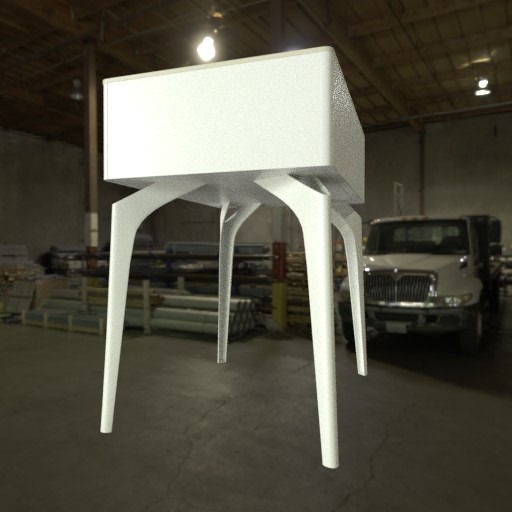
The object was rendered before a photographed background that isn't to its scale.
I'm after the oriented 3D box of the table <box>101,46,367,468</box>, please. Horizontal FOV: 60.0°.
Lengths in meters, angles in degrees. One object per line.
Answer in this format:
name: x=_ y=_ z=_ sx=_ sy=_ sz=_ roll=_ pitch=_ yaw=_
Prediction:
table: x=0.000 y=0.000 z=0.894 sx=0.400 sy=0.570 sz=0.500 roll=0 pitch=1 yaw=19
